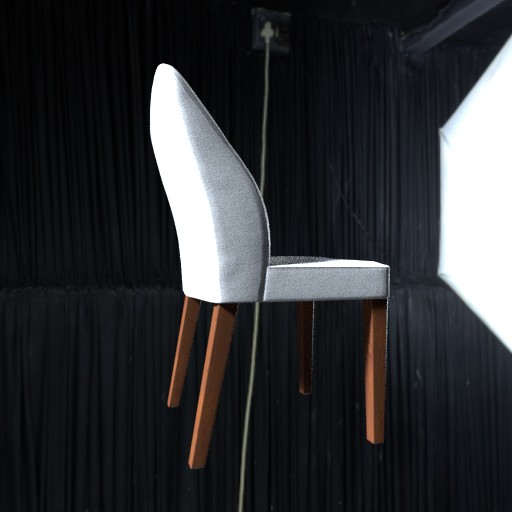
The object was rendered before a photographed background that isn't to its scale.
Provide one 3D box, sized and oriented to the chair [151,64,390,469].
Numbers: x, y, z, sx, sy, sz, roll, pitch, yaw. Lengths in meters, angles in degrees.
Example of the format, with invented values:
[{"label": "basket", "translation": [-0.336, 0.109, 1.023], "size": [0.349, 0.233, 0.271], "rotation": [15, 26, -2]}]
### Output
[{"label": "chair", "translation": [0.000, 0.000, 1.186], "size": [0.540, 0.893, 0.472], "rotation": [0, -1, -17]}]
